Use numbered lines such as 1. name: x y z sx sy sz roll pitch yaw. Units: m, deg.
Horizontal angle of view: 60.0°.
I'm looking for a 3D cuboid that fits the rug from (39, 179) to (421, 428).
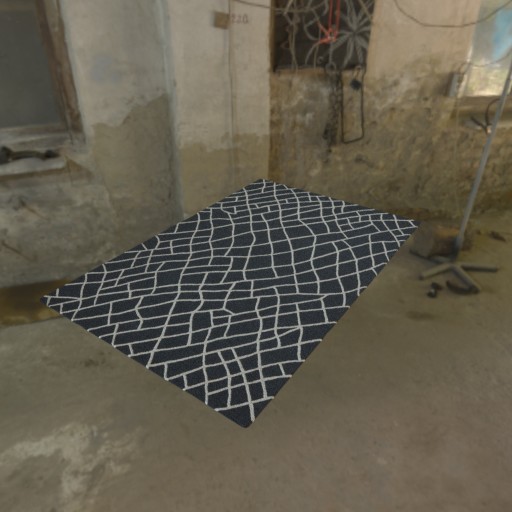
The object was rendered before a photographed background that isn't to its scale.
1. rug: 0.000 0.000 2.419 1.223 0.013 1.830 21 37 29
